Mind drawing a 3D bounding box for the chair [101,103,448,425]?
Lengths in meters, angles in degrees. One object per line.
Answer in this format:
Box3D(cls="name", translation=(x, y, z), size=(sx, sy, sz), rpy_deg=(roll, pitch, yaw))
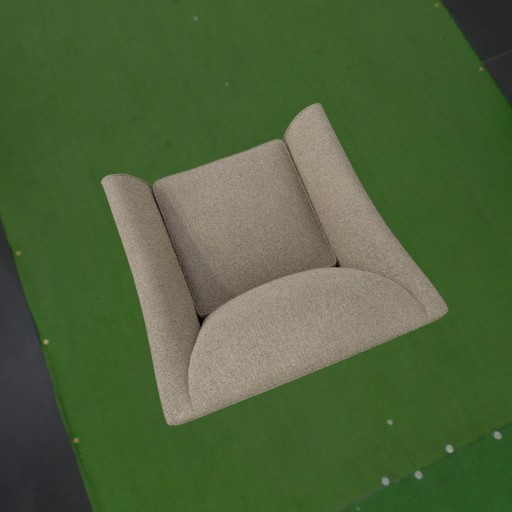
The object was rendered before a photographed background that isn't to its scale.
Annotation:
Box3D(cls="chair", translation=(0.000, 0.000, 1.459), size=(0.763, 0.839, 0.787), rpy_deg=(-21, 76, -5))
